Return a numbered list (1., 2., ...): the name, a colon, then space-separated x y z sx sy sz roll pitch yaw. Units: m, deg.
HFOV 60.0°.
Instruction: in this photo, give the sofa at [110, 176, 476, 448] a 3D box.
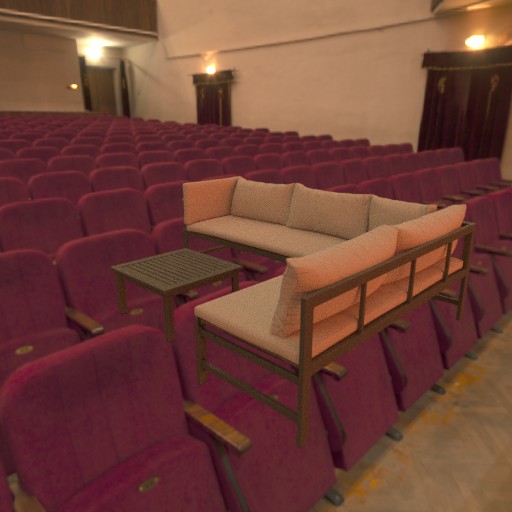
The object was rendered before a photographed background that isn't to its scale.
1. sofa: 0.000 0.000 2.878 2.096 0.758 1.658 16 23 42
